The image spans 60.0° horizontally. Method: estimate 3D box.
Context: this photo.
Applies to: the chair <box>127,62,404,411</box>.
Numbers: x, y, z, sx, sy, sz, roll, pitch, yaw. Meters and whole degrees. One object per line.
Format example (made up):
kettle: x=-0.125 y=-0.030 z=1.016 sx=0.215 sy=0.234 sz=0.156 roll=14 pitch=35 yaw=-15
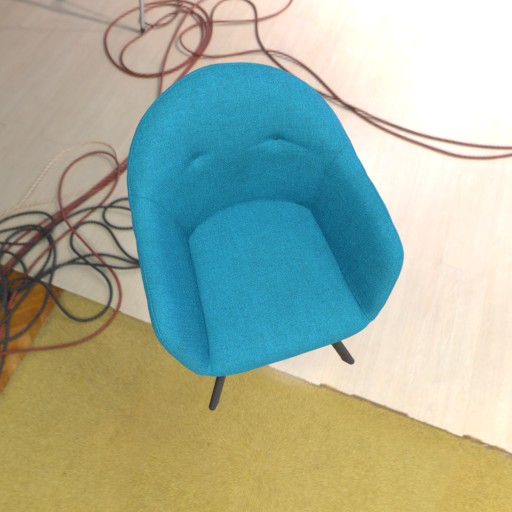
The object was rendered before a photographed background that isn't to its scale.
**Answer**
chair: x=0.000 y=0.000 z=1.160 sx=0.545 sy=0.775 sz=0.565 roll=-16 pitch=65 yaw=-8
